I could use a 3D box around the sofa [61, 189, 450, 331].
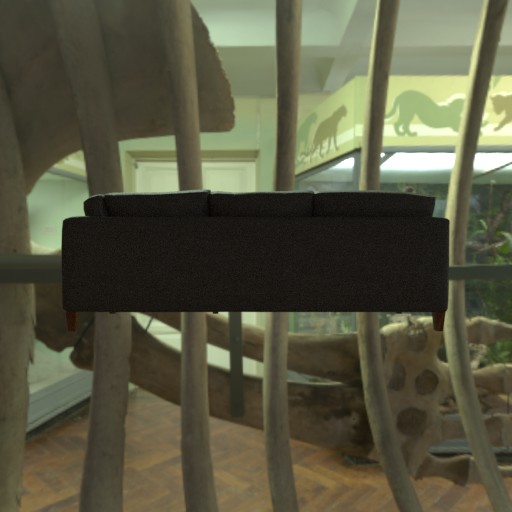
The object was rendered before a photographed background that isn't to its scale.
[{"bbox_3d":[0.000,0.000,4.610,2.594,0.961,3.460,0,1,0],"label":"sofa"}]
